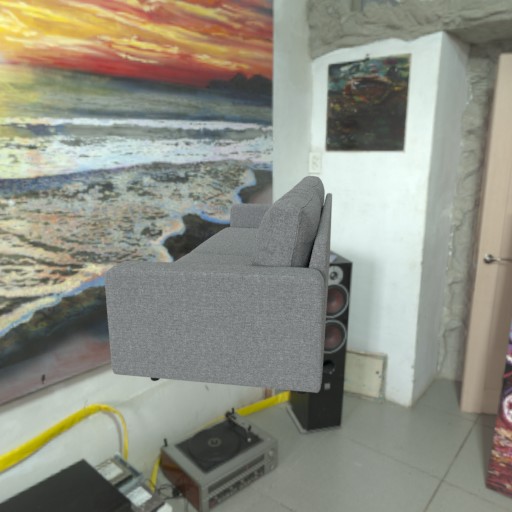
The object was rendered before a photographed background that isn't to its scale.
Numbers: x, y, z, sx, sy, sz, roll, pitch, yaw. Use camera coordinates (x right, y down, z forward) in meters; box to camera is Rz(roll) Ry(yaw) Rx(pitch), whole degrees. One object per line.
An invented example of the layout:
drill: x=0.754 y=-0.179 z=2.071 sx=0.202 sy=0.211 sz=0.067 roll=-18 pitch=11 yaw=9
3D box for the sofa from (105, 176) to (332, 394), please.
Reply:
sofa: x=0.000 y=0.000 z=2.712 sx=0.880 sy=0.880 sz=2.200 roll=2 pitch=13 yaw=10
